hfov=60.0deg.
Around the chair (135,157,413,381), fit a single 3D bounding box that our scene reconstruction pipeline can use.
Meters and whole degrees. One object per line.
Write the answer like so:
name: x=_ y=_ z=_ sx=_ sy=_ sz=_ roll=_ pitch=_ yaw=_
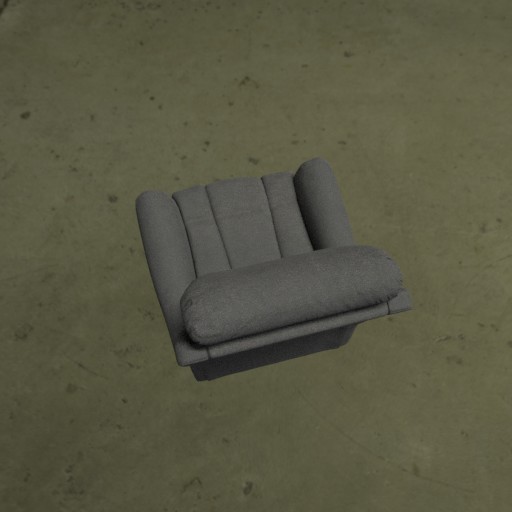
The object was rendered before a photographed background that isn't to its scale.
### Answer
chair: x=0.000 y=0.000 z=1.762 sx=0.871 sy=1.031 sz=0.979 roll=-12 pitch=60 yaw=-7
